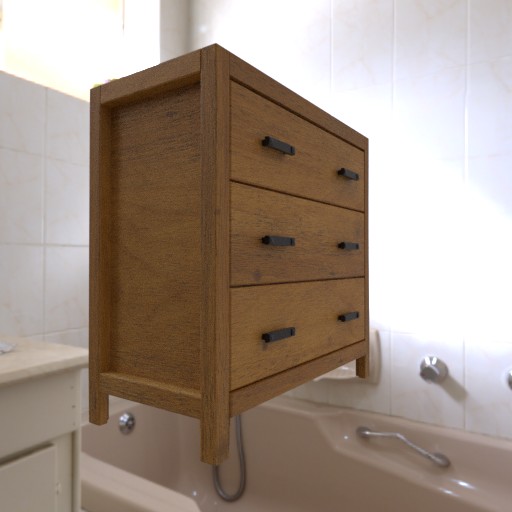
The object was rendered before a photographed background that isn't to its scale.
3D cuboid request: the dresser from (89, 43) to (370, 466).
[{"bbox_3d":[0.000,0.000,1.275,0.427,0.804,0.804,0,-1,35],"label":"dresser"}]
